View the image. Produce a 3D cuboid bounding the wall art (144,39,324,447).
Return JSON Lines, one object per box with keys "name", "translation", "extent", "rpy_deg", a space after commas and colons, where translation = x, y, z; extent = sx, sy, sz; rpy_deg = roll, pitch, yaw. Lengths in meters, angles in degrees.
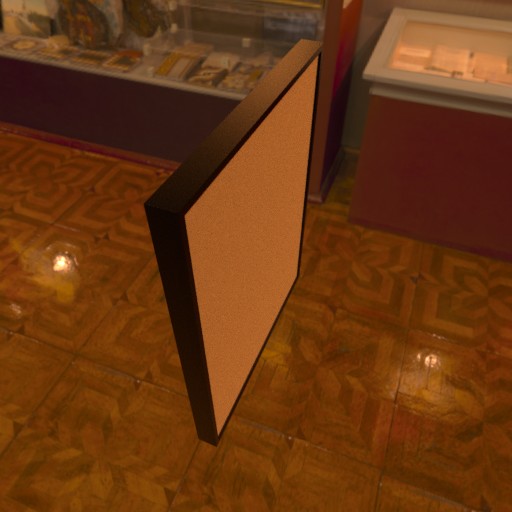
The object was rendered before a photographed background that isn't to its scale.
{"name": "wall art", "translation": [0.000, 0.000, 0.755], "extent": [0.039, 0.553, 0.451], "rpy_deg": [17, 48, 16]}
